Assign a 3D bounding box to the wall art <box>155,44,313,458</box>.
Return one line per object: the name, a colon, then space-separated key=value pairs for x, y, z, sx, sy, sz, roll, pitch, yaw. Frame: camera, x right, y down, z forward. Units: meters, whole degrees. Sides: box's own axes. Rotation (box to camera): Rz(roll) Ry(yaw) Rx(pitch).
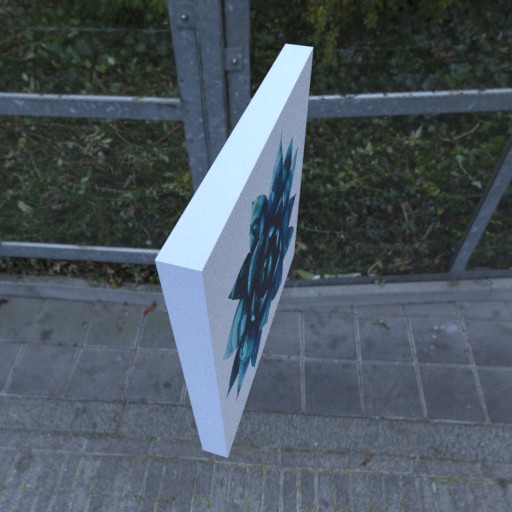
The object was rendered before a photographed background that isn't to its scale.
wall art: x=0.000 y=0.000 z=0.610 sx=0.038 sy=0.406 sz=0.406 roll=12 pitch=49 yaw=11
